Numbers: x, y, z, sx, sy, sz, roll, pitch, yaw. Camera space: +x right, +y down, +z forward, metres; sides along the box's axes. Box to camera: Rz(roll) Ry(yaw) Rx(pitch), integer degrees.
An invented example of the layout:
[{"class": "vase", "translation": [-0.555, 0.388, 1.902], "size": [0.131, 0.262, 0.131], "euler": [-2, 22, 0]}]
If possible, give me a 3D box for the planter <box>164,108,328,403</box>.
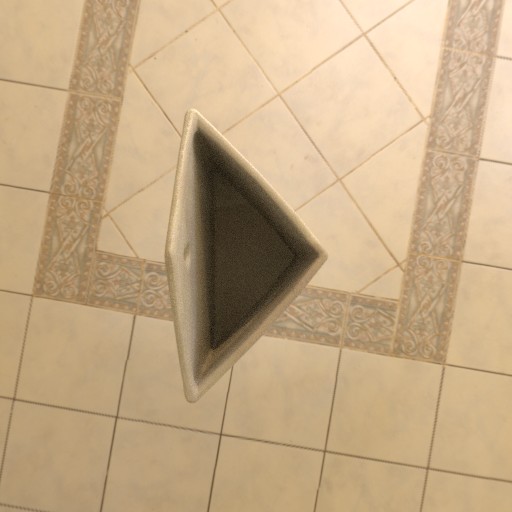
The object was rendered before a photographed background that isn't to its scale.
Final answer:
[{"class": "planter", "translation": [0.000, 0.000, 0.280], "size": [0.080, 0.194, 0.163], "euler": [0, 90, 0]}]
